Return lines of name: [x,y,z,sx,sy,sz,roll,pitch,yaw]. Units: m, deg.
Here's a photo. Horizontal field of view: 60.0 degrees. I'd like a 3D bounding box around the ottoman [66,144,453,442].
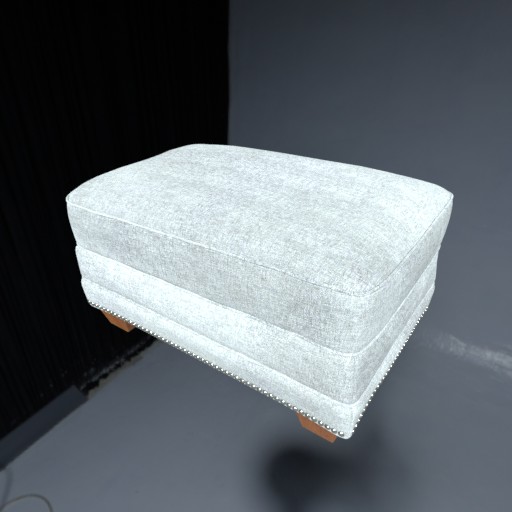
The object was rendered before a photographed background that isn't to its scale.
ottoman: [0.000,0.000,1.146,0.813,0.457,0.561,19,35,30]
